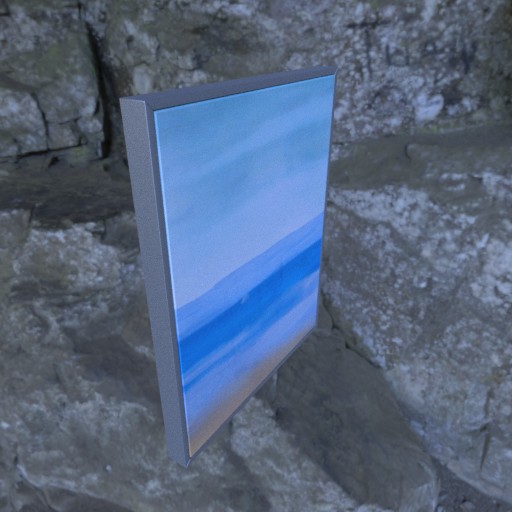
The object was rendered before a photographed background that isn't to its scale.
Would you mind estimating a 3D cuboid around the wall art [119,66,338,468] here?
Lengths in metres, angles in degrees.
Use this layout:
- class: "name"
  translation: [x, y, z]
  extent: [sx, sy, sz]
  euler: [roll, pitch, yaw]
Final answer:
- class: "wall art"
  translation: [0.000, 0.000, 0.741]
  extent: [0.039, 0.553, 0.445]
  euler: [18, 33, 30]
